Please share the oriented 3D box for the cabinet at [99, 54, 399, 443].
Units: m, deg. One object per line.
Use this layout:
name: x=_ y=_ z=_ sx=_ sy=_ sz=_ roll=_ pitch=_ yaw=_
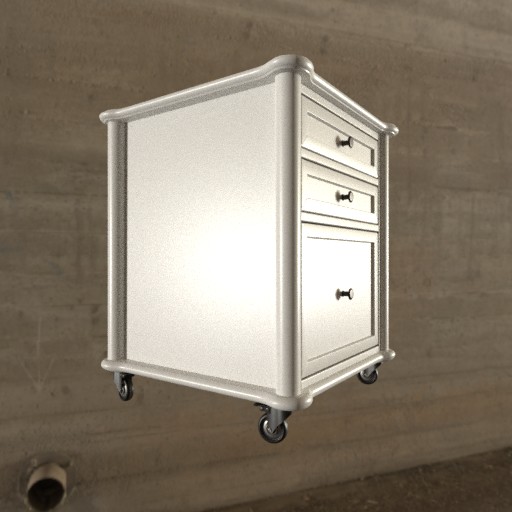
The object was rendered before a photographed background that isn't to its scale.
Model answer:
cabinet: x=0.000 y=0.000 z=1.243 sx=0.627 sy=0.761 sz=0.628 roll=0 pitch=0 yaw=35
